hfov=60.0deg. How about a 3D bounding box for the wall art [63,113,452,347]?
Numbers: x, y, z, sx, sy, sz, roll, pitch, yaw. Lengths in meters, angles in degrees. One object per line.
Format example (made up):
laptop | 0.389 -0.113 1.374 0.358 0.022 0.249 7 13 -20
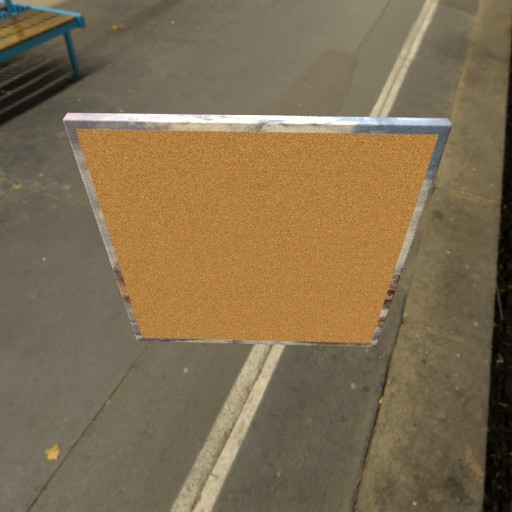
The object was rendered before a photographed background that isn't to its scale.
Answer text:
wall art | 0.000 0.000 1.337 0.888 0.897 0.035 1 45 1
